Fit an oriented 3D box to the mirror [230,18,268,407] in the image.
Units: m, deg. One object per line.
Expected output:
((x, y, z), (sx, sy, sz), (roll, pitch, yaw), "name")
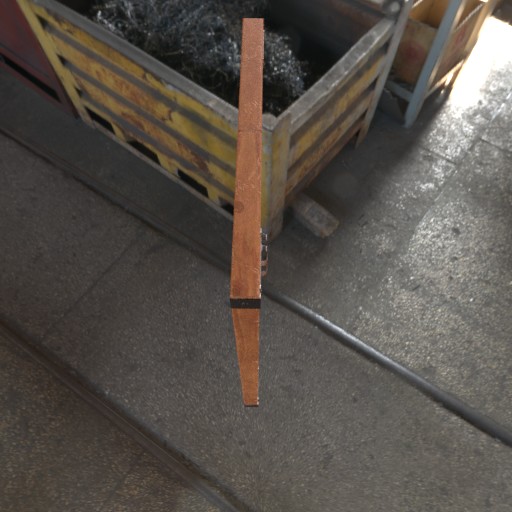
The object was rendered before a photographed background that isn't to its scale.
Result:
((0.000, 0.000, 0.969), (0.053, 0.761, 0.517), (1, 62, 0), "mirror")
